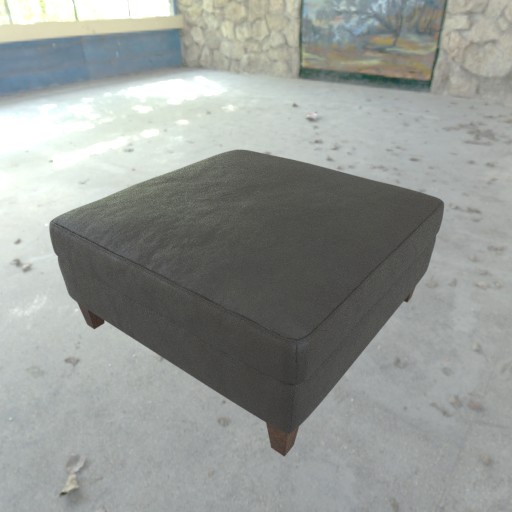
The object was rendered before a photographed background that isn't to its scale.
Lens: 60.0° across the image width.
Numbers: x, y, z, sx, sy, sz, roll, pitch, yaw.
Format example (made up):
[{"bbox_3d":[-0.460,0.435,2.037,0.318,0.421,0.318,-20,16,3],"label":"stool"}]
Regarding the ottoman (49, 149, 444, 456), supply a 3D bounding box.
[{"bbox_3d":[0.000,0.000,1.335,0.836,0.415,0.844,22,37,32],"label":"ottoman"}]
